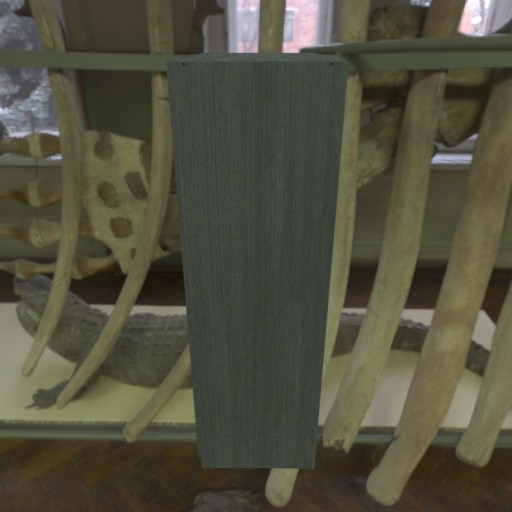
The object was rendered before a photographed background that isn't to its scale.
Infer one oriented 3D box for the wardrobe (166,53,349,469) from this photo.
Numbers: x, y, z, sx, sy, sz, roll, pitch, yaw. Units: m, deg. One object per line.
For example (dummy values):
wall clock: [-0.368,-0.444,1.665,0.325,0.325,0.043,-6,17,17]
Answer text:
wardrobe: [0.000,0.000,2.197,0.577,1.808,0.991,0,26,1]
